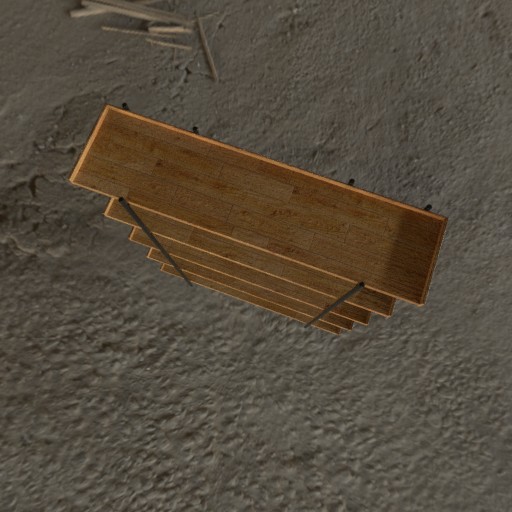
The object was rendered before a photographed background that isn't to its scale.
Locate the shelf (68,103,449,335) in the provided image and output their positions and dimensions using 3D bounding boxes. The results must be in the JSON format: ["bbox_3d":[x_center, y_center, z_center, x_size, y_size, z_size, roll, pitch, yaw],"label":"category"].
[{"bbox_3d":[0.000,0.000,2.504,1.371,1.826,0.379,20,77,5],"label":"shelf"}]
